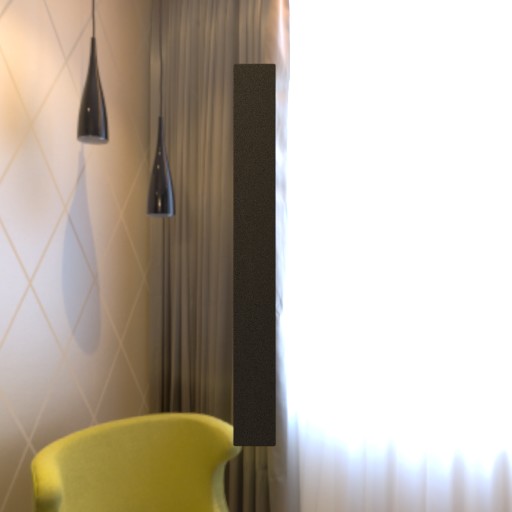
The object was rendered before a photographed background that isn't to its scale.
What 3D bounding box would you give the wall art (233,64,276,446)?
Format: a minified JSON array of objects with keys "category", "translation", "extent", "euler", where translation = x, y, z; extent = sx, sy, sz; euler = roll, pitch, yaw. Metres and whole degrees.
[{"category":"wall art","translation":[0.000,0.000,0.863],"extent":[0.051,0.456,0.671],"euler":[0,0,0]}]
